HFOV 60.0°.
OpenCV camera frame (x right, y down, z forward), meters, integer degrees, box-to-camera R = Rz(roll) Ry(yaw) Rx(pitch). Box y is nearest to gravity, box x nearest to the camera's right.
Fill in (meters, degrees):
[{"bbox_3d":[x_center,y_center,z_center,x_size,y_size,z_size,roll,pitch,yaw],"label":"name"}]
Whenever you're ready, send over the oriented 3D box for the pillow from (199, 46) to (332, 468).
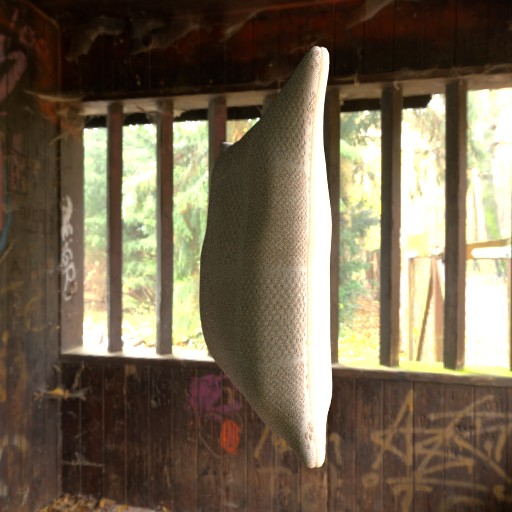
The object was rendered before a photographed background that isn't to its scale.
[{"bbox_3d":[0.000,0.000,0.656,0.138,0.432,0.436,0,1,-17],"label":"pillow"}]
